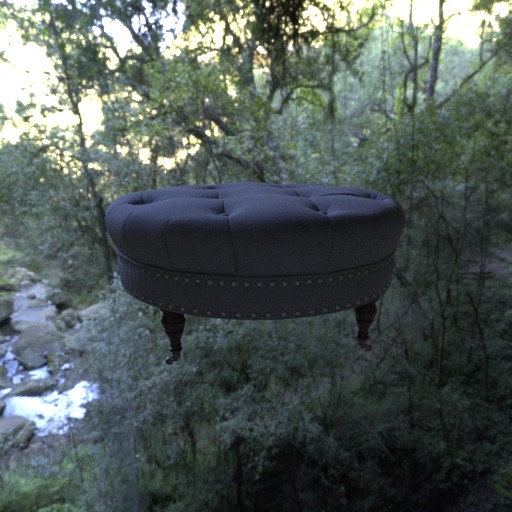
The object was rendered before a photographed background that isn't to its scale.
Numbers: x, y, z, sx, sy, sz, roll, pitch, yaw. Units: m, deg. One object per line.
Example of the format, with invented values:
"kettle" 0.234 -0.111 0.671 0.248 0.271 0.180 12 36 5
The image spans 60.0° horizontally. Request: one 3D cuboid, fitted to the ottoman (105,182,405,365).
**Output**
"ottoman" 0.000 0.000 1.430 0.901 0.439 0.901 0 14 0
